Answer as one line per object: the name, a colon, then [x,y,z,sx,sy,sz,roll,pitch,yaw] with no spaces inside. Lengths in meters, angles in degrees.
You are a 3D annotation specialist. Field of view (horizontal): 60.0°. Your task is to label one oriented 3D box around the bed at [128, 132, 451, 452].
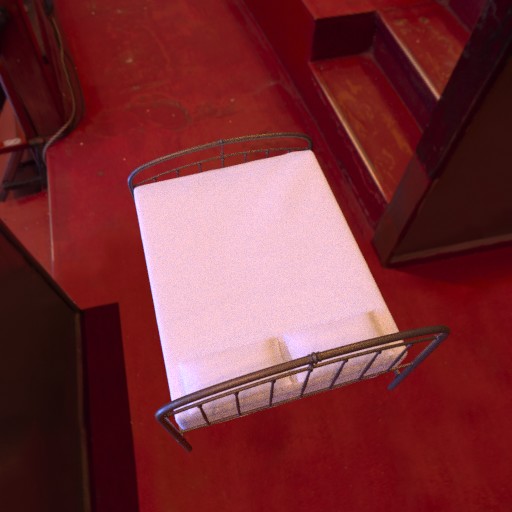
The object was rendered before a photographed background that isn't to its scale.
bed: [0.000,0.000,3.323,1.711,1.475,2.168,-14,60,-8]
